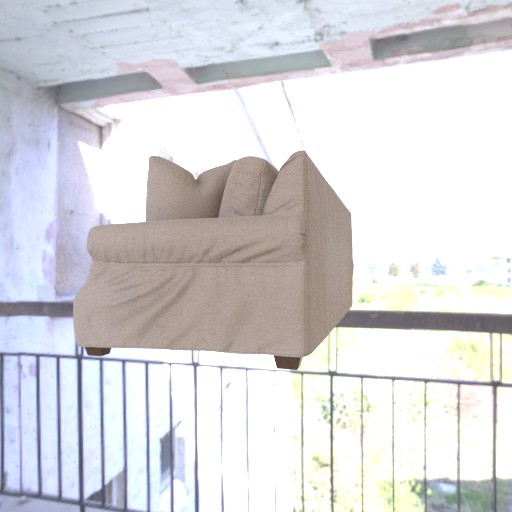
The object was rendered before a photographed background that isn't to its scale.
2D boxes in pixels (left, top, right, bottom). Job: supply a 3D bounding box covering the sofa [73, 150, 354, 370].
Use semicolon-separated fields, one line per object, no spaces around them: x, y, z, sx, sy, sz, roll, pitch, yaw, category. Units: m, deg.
0.000;0.000;2.816;1.067;0.904;2.285;0;-1;17;sofa
